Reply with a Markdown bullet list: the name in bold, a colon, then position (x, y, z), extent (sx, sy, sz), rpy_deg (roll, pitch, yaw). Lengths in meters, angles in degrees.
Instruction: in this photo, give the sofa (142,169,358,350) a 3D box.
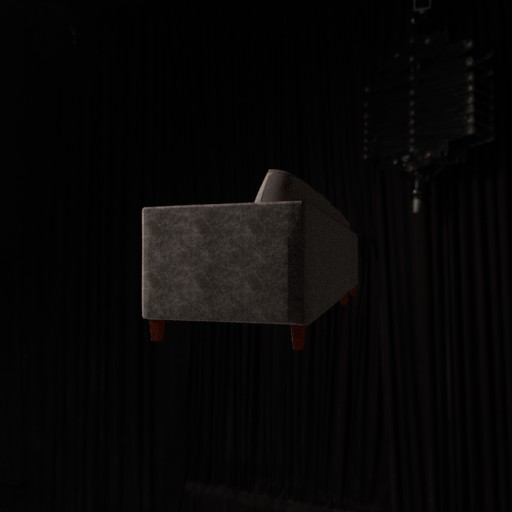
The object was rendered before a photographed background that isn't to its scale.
- **sofa**: position (0.000, 0.000, 4.058), extent (1.606, 0.954, 3.471), rpy_deg (0, 0, 17)
